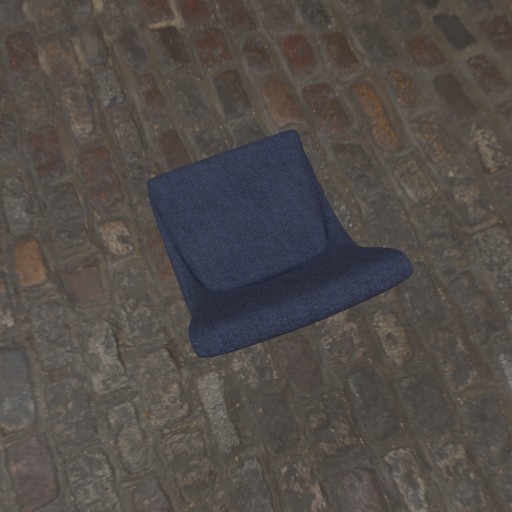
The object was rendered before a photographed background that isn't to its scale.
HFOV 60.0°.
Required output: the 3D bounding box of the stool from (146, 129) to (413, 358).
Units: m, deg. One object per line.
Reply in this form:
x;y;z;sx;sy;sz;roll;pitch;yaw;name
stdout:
0.000;0.000;1.378;0.489;1.068;0.572;-21;76;-5;stool
